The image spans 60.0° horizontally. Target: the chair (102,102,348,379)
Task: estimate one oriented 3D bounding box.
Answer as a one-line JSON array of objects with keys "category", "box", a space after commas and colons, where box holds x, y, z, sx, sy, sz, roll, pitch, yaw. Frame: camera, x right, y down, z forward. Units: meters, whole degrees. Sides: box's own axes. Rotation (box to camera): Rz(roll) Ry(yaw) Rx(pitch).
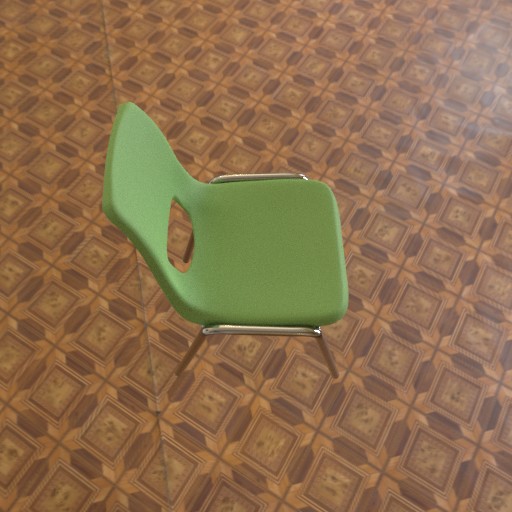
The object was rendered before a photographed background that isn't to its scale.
[{"category": "chair", "box": [0.000, 0.000, 0.951, 0.436, 0.704, 0.381, -1, 63, 0]}]
